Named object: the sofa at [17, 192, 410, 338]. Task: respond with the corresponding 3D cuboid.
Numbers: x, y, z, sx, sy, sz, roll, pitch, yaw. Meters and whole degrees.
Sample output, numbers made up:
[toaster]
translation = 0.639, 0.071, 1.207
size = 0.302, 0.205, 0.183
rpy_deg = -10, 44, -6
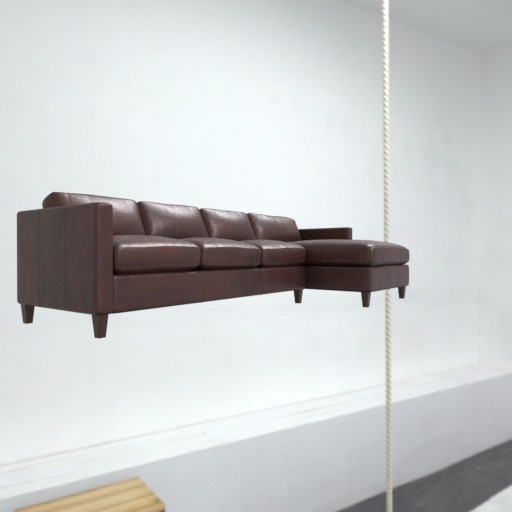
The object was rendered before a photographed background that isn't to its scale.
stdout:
[sofa]
translation = 0.000, 0.000, 3.742
size = 1.581, 0.883, 3.203
rpy_deg = 0, 1, 37
